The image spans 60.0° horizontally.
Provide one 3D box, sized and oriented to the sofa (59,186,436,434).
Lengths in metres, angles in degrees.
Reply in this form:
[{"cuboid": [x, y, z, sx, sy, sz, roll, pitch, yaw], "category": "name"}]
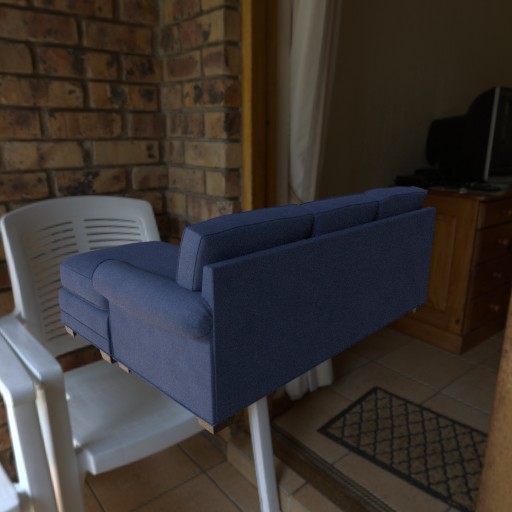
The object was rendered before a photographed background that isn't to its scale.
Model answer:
[{"cuboid": [0.000, 0.000, 3.454, 1.780, 1.063, 2.567, 15, 22, 43], "category": "sofa"}]
